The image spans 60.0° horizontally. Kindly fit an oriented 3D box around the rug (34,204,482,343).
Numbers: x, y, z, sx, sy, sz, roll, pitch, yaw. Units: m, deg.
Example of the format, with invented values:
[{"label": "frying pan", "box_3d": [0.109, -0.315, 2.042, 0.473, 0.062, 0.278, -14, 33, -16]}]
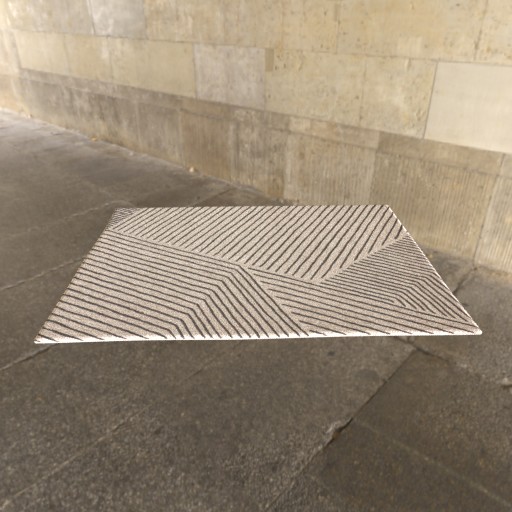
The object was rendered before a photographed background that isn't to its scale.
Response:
[{"label": "rug", "box_3d": [0.000, 0.000, 3.201, 2.449, 0.028, 1.829, -1, 29, -2]}]
